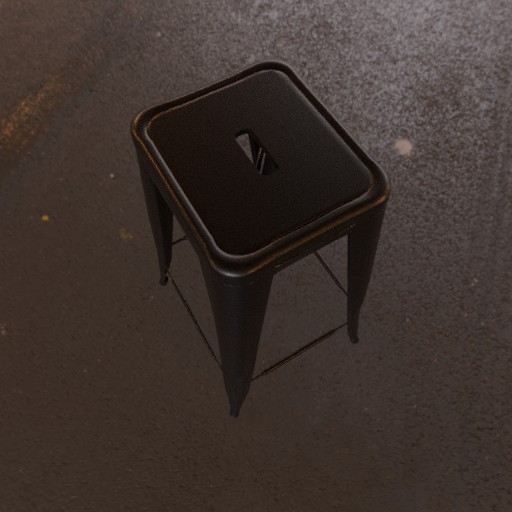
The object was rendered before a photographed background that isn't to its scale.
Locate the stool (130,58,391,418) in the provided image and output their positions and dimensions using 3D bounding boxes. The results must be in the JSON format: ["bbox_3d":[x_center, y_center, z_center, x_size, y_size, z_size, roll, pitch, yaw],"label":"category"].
[{"bbox_3d":[0.000,0.000,0.843,0.359,0.609,0.399,-28,67,-13],"label":"stool"}]
